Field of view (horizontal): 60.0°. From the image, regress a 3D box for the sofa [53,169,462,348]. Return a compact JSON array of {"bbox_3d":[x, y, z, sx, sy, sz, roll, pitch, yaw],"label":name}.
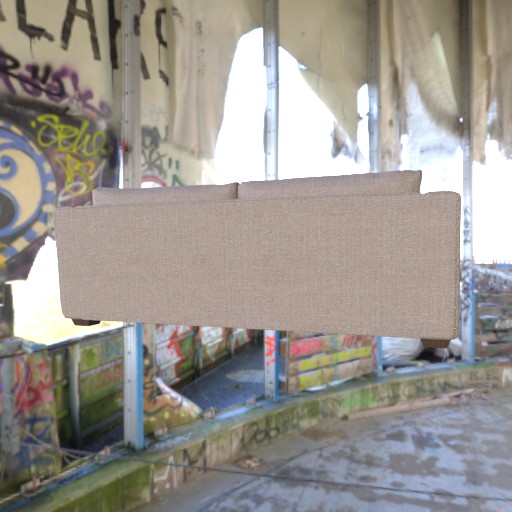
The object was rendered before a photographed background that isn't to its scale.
[{"bbox_3d":[0.000,0.000,2.740,2.208,0.857,1.000,0,0,18],"label":"sofa"}]
